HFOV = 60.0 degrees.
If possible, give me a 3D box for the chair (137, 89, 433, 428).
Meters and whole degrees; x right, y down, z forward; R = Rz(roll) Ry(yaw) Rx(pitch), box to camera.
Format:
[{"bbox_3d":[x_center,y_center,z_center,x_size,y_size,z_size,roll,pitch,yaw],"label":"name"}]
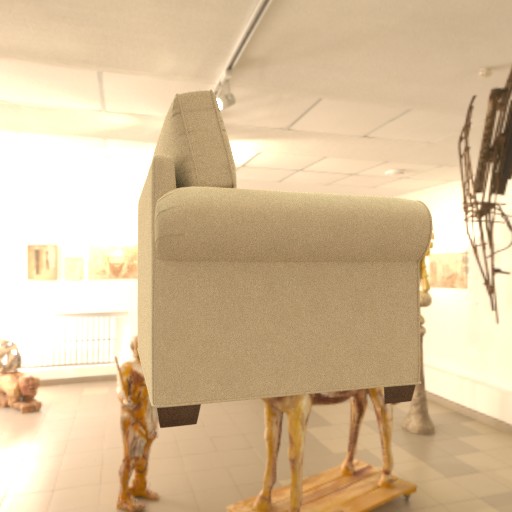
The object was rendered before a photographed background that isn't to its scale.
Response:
[{"bbox_3d":[0.000,0.000,1.734,0.863,0.955,1.040,0,-1,-17],"label":"chair"}]
